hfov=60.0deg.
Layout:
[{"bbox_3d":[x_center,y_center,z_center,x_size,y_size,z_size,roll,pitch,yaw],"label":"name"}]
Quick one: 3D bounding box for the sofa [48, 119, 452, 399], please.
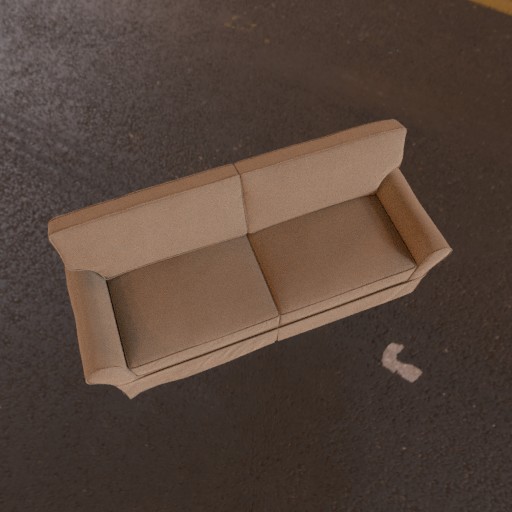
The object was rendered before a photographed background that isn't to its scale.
[{"bbox_3d":[0.000,0.000,2.750,2.246,1.014,0.900,-18,65,-9],"label":"sofa"}]
